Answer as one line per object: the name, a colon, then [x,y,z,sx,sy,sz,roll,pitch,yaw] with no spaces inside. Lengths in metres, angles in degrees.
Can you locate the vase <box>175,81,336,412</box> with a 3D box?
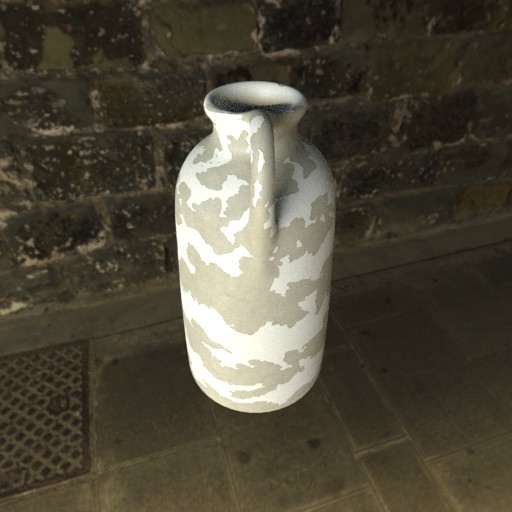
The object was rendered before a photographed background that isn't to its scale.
vase: [0.000,0.000,0.500,0.186,0.382,0.203,-2,40,-2]
